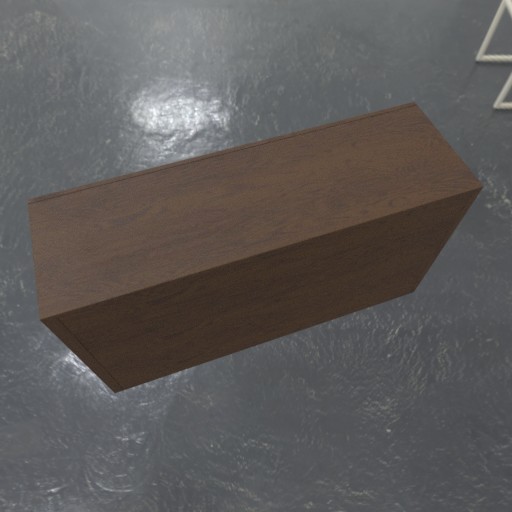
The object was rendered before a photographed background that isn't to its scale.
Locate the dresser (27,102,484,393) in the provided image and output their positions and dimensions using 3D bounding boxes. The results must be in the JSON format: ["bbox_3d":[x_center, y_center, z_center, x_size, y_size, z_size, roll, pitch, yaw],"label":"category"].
[{"bbox_3d":[0.000,0.000,1.932,1.523,0.889,0.512,-17,60,-10],"label":"dresser"}]
